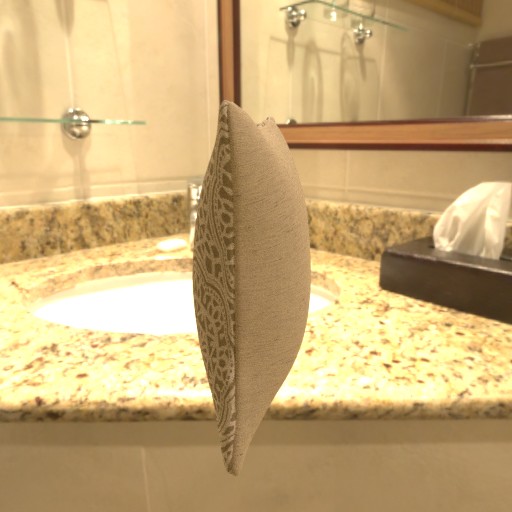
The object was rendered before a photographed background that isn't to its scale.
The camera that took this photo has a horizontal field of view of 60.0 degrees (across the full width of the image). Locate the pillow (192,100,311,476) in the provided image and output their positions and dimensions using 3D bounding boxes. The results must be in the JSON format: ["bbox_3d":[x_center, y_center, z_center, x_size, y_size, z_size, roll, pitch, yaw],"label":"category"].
[{"bbox_3d":[0.000,0.000,0.670,0.167,0.421,0.438,2,15,7],"label":"pillow"}]
